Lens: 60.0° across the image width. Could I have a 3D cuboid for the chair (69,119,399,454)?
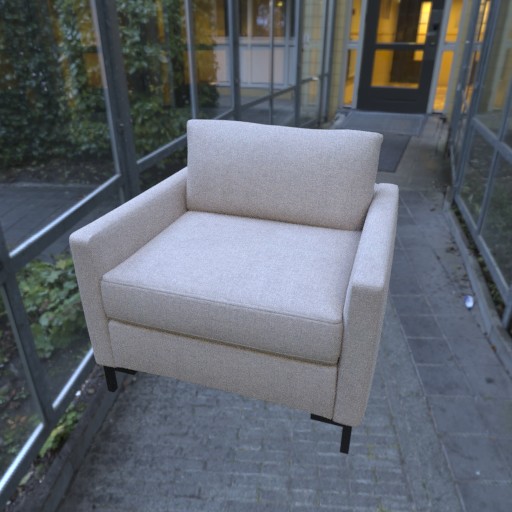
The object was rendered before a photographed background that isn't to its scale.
[{"bbox_3d":[0.000,0.000,1.643,0.963,0.861,0.866,8,28,16],"label":"chair"}]
